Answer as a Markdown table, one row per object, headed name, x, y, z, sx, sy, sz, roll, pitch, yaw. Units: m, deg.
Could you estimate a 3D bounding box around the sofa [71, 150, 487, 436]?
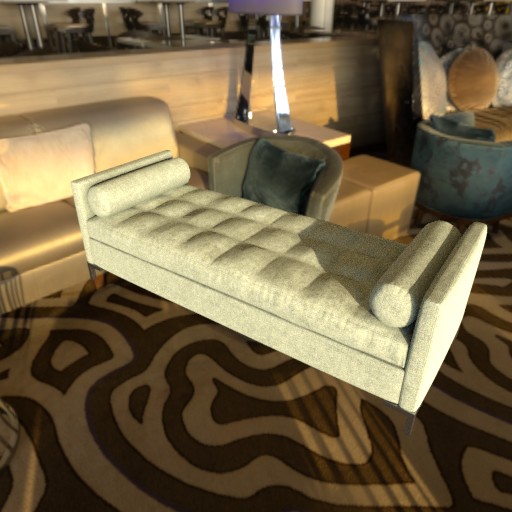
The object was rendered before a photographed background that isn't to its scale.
| name | x | y | z | sx | sy | sz | roll | pitch | yaw |
| --- | --- | --- | --- | --- | --- | --- | --- | --- | --- |
| sofa | 0.000 | 0.000 | 2.441 | 2.102 | 0.657 | 0.797 | 19 | 35 | 30 |
